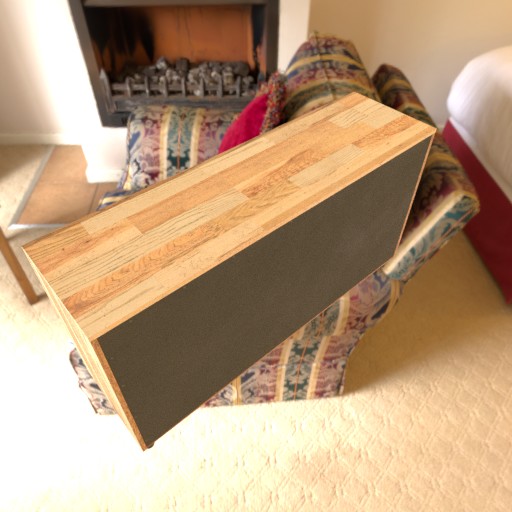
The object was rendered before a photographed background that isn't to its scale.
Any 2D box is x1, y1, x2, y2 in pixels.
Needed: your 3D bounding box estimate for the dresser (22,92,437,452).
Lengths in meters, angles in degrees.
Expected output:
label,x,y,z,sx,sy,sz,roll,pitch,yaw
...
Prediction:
label,x,y,z,sx,sy,sz,roll,pitch,yaw
dresser,0.000,0.000,1.894,1.547,0.834,0.487,-32,54,-27
